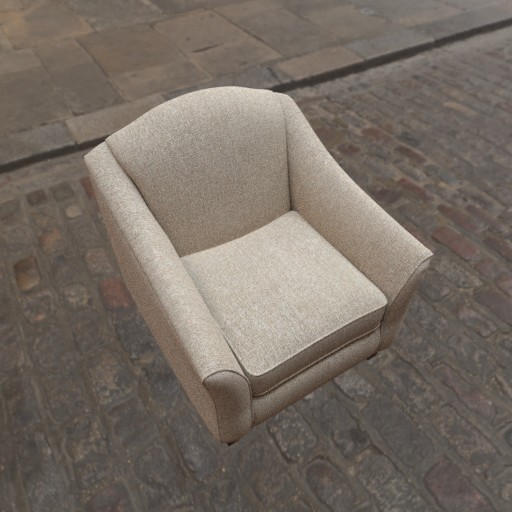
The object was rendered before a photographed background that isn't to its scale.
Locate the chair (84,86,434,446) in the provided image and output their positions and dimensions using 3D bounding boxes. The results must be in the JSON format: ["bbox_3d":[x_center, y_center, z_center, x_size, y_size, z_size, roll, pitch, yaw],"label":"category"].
[{"bbox_3d":[0.000,0.000,1.457,0.763,0.839,0.787,-24,51,-22],"label":"chair"}]
